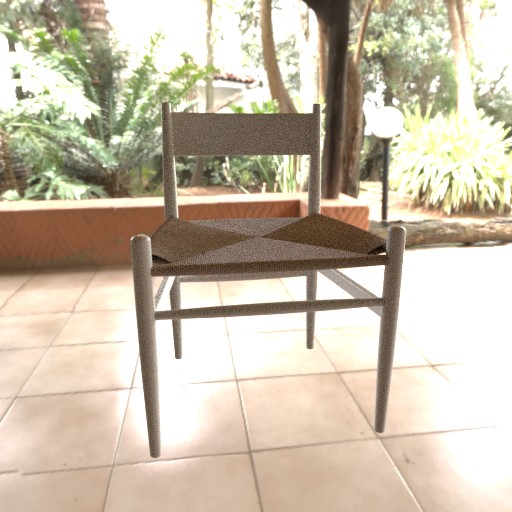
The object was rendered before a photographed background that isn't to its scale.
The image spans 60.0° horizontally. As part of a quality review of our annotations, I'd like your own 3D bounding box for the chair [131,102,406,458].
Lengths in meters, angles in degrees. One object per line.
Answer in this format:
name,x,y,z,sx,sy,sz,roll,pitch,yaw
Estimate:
chair,0.000,0.000,1.126,0.556,0.762,0.495,-3,16,-9
